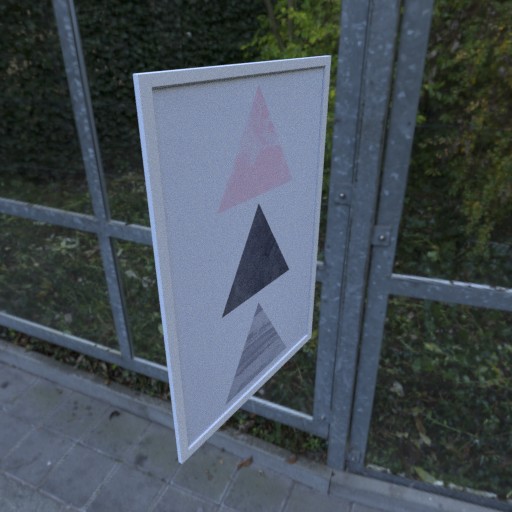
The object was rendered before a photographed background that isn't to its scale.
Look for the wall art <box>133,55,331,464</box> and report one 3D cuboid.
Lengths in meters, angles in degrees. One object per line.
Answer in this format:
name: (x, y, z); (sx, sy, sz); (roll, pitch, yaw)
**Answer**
wall art: (0.000, 0.000, 1.173); (0.013, 0.940, 0.659); (19, 33, 32)
